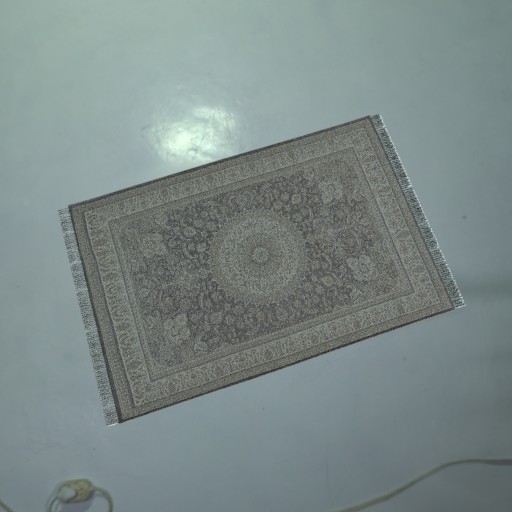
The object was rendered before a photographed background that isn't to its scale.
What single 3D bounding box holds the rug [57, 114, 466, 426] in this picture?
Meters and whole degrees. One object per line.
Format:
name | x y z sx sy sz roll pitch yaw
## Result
rug | 0.000 0.000 3.026 2.440 0.010 1.528 -18 76 -5
